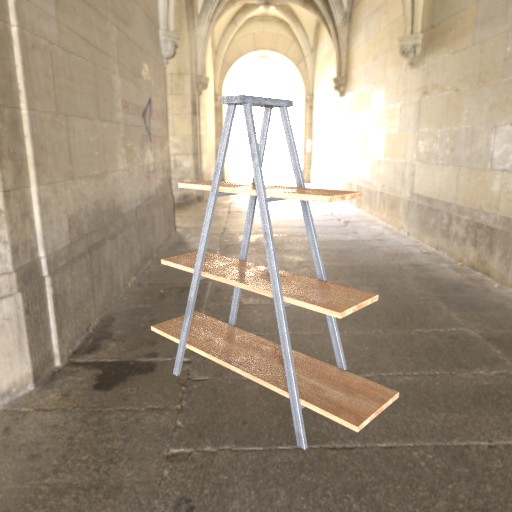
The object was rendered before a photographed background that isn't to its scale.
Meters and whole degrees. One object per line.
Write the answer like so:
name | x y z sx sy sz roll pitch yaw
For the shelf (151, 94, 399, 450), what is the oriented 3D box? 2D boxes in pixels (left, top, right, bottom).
shelf | 0.000 0.000 2.684 1.746 1.808 0.508 13 19 42
